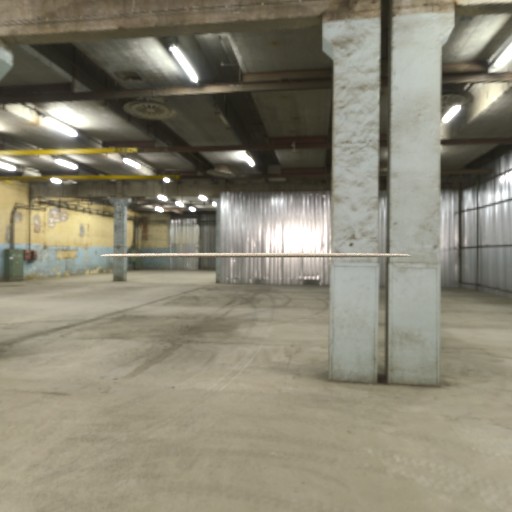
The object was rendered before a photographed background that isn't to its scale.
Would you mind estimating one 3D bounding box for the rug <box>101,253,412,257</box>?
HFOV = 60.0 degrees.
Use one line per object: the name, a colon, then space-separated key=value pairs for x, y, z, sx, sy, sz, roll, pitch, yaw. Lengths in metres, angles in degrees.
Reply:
rug: x=0.000 y=0.000 z=2.406 sx=1.593 sy=0.012 sz=1.593 roll=0 pitch=0 yaw=0
